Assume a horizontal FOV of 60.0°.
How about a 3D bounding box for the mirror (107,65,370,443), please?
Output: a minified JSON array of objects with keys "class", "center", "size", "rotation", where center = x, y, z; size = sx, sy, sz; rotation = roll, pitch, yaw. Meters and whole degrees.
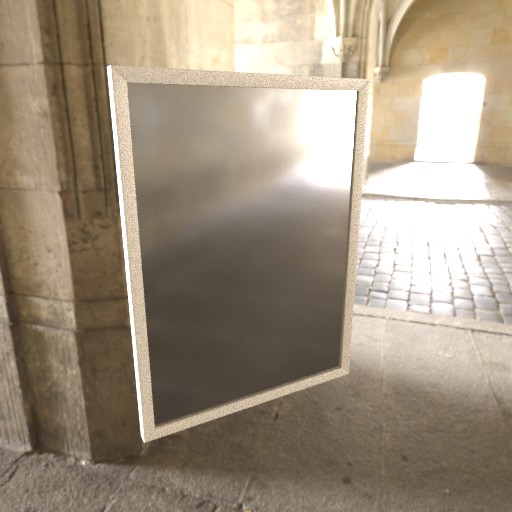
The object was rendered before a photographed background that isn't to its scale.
[{"class":"mirror","center":[0.000,0.000,1.331],"size":[0.762,1.016,0.040],"rotation":[-9,20,-27]}]
